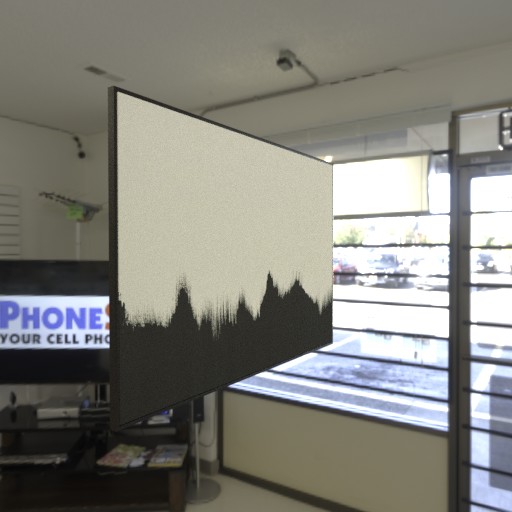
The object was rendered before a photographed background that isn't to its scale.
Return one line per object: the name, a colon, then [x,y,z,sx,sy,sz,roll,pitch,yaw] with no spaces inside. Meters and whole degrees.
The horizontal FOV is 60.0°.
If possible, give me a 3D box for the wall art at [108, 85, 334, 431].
wall art: [0.000,0.000,1.241,0.019,0.660,0.957,1,1,35]
